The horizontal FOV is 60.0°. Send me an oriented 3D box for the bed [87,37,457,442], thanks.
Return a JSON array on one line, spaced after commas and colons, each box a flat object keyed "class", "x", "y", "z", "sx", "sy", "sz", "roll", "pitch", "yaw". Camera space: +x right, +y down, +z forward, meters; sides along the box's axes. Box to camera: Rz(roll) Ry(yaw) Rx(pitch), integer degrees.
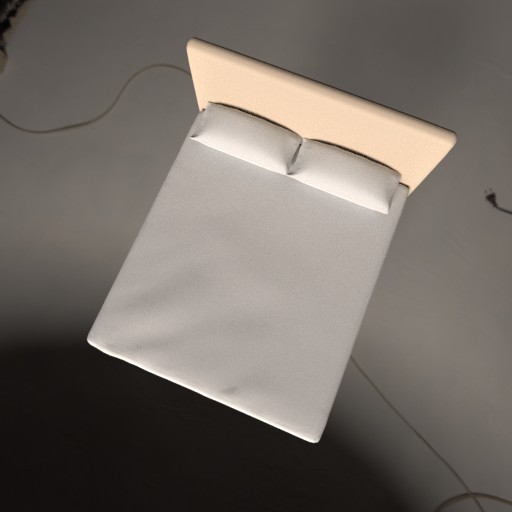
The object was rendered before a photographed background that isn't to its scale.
[{"class": "bed", "x": 0.000, "y": 0.000, "z": 3.197, "sx": 1.884, "sy": 1.330, "sz": 2.142, "roll": 22, "pitch": 78, "yaw": 5}]
